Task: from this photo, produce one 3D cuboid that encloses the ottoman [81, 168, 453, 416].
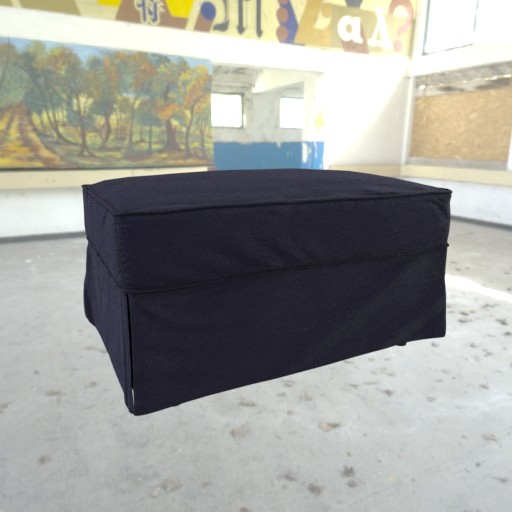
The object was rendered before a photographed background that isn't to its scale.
[{"bbox_3d":[0.000,0.000,1.317,0.938,0.503,0.637,-7,16,-26],"label":"ottoman"}]
